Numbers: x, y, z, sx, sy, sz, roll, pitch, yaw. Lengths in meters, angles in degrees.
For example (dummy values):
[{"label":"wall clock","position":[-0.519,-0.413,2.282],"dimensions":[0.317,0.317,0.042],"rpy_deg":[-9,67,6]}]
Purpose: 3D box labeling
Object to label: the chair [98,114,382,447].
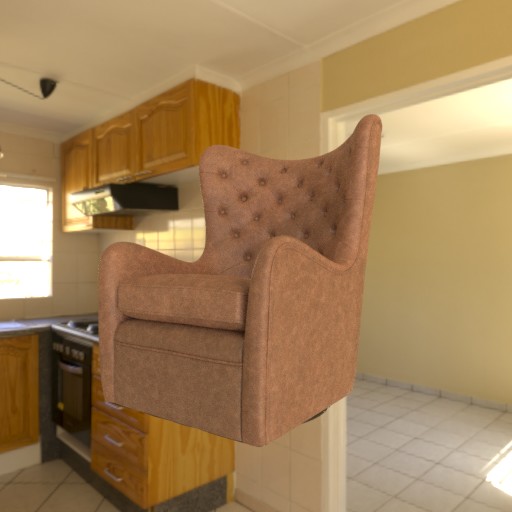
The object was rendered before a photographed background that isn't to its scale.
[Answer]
[{"label":"chair","position":[0.000,0.000,1.727],"dimensions":[0.831,1.079,0.930],"rpy_deg":[0,-1,36]}]
